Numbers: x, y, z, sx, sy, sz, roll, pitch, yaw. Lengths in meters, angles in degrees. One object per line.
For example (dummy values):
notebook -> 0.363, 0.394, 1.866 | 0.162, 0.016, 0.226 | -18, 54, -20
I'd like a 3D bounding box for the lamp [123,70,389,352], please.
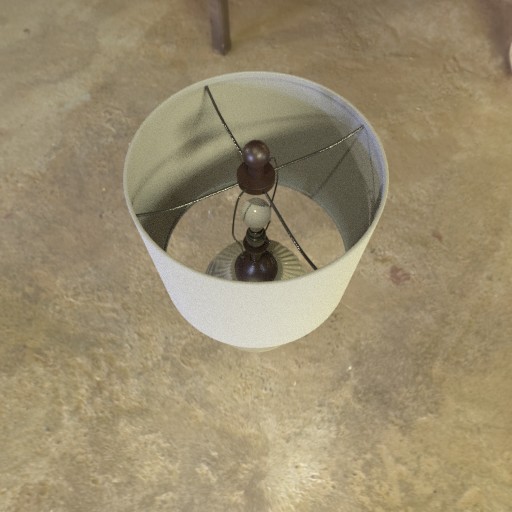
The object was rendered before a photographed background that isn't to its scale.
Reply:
lamp -> 0.000, 0.000, 0.756 | 0.318, 0.567, 0.318 | 0, 64, 0
